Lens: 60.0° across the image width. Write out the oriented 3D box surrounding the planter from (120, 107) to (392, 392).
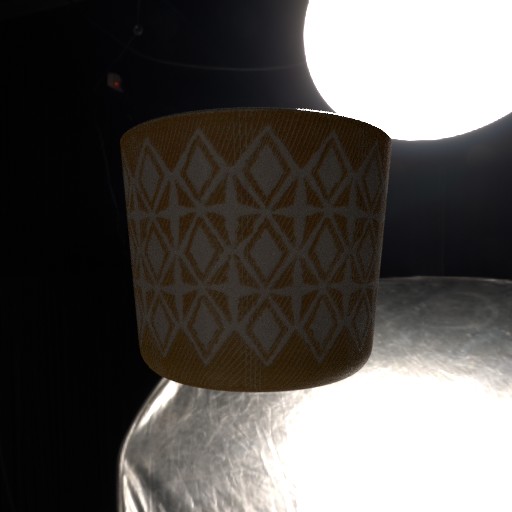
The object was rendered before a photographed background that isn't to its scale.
[{"bbox_3d":[0.000,0.000,0.216,0.126,0.104,0.126,0,1,0],"label":"planter"}]
